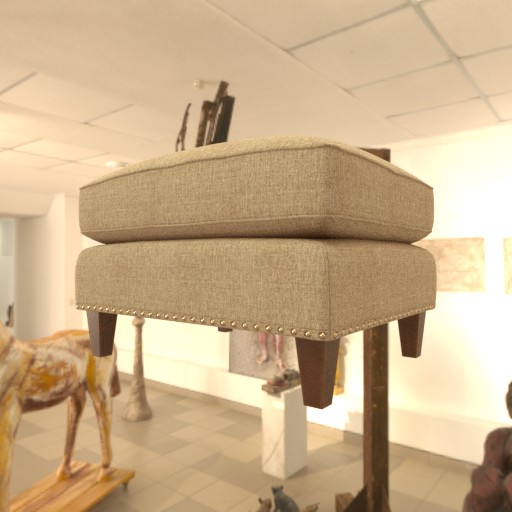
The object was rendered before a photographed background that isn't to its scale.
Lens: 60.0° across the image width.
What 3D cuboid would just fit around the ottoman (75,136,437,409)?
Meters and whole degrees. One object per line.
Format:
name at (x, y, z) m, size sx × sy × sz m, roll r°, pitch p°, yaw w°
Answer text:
ottoman at (0.000, 0.000, 1.139) m, size 0.741 × 0.513 × 0.584 m, roll 0°, pitch 0°, yaw 38°
